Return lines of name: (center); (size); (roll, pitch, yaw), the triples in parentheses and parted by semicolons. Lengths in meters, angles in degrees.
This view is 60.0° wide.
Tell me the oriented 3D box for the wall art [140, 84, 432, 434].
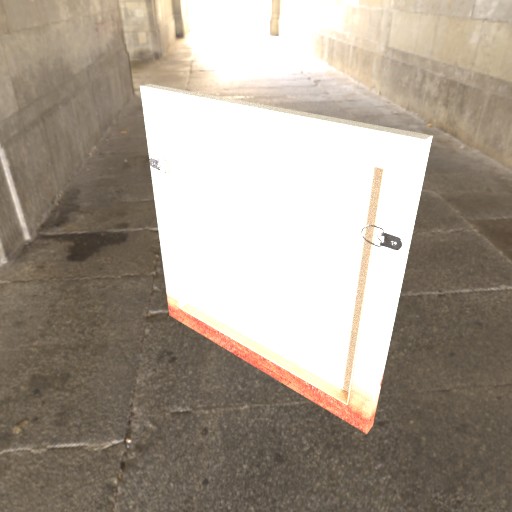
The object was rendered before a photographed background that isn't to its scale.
wall art: (0.000, 0.000, 1.156); (0.760, 0.760, 0.042); (23, 38, 33)
